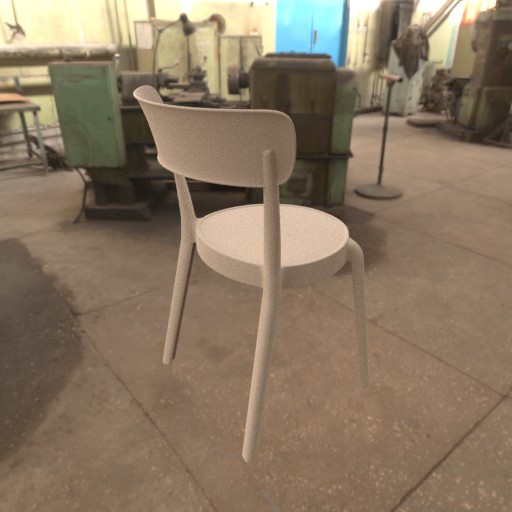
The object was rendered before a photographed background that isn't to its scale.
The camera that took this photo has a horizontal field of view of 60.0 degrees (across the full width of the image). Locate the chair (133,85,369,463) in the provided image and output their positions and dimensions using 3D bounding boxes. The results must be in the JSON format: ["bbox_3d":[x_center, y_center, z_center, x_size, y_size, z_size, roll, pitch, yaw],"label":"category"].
[{"bbox_3d":[0.000,0.000,1.122,0.491,0.790,0.506,-18,32,-32],"label":"chair"}]
